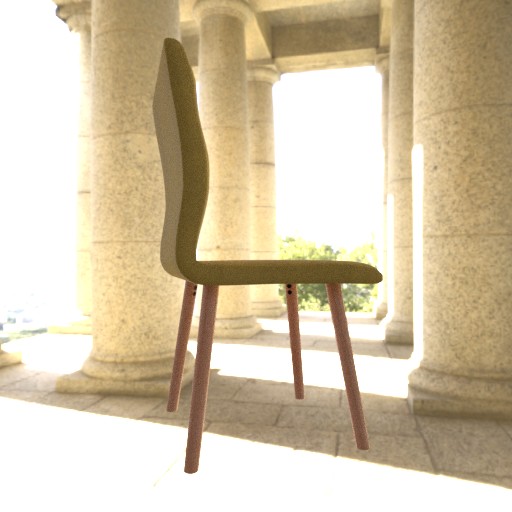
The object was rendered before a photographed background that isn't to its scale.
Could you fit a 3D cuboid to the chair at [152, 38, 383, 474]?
[{"bbox_3d":[0.000,0.000,1.254,0.550,0.965,0.450,0,-1,-17],"label":"chair"}]
